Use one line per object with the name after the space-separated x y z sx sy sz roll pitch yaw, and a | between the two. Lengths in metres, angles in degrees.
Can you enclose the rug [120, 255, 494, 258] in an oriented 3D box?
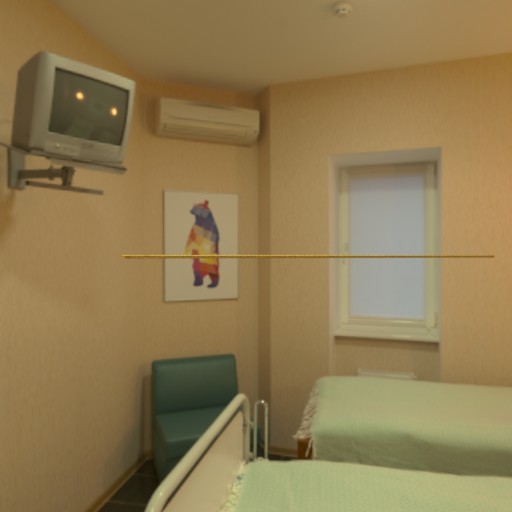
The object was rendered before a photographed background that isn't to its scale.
0.000 0.000 4.281 2.486 0.015 3.242 0 0 -18 | rug
